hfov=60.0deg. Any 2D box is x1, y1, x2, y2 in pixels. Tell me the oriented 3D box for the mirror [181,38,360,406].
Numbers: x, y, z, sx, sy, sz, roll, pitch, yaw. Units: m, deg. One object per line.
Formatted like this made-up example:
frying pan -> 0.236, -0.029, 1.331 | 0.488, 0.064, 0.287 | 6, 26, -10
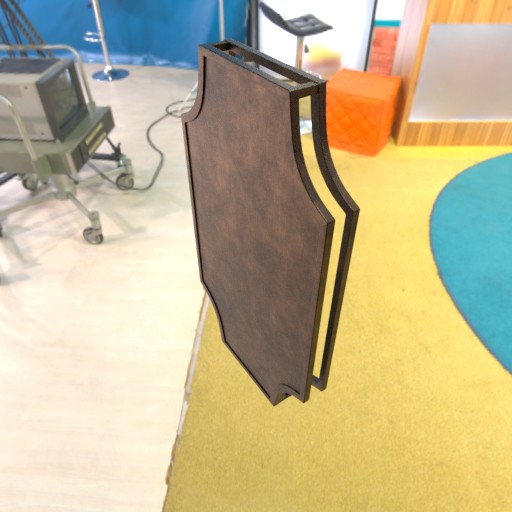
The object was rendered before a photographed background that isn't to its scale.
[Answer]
mirror -> 0.000, 0.000, 0.961 | 0.066, 0.811, 0.462 | -24, 47, -25
